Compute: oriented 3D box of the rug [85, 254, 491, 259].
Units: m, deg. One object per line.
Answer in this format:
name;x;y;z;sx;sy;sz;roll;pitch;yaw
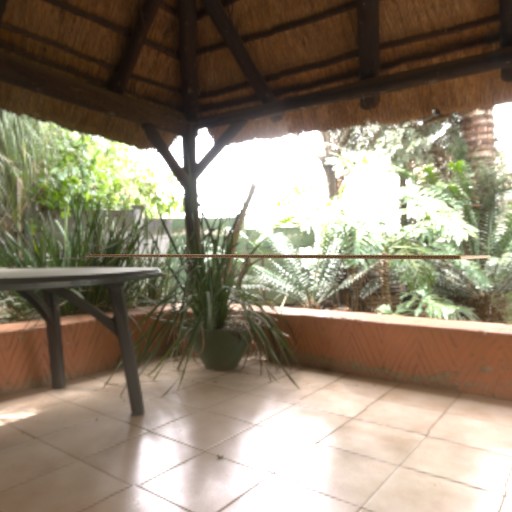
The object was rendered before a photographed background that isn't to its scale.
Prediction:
rug;0.000;0.000;2.504;2.276;0.014;0.678;0;0;36
